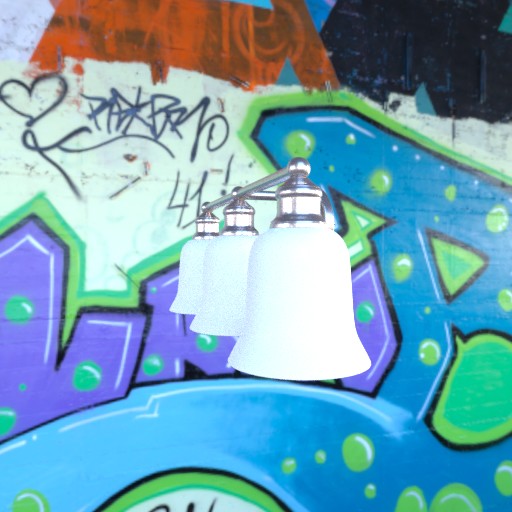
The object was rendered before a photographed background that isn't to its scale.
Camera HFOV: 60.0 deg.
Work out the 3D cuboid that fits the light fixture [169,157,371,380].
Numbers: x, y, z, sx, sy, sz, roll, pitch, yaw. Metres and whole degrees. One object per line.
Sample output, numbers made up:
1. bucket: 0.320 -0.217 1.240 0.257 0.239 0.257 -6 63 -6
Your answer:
1. light fixture: 0.000 0.000 0.665 0.198 0.211 0.570 0 1 -19
